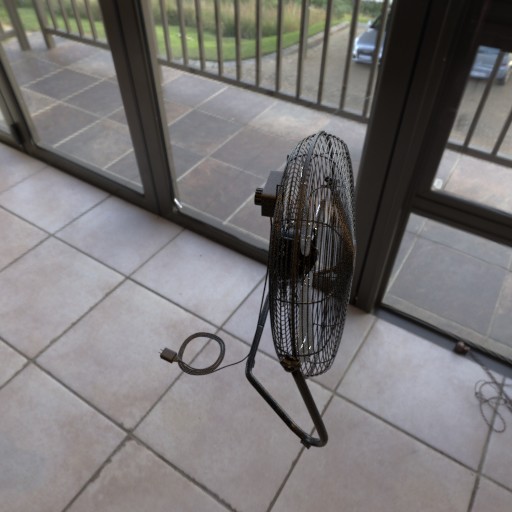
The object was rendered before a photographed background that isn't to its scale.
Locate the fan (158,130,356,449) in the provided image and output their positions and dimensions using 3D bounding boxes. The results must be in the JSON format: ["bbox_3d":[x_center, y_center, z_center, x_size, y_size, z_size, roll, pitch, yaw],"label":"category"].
[{"bbox_3d":[0.000,0.000,0.936,0.424,0.546,0.555,10,47,10],"label":"fan"}]
